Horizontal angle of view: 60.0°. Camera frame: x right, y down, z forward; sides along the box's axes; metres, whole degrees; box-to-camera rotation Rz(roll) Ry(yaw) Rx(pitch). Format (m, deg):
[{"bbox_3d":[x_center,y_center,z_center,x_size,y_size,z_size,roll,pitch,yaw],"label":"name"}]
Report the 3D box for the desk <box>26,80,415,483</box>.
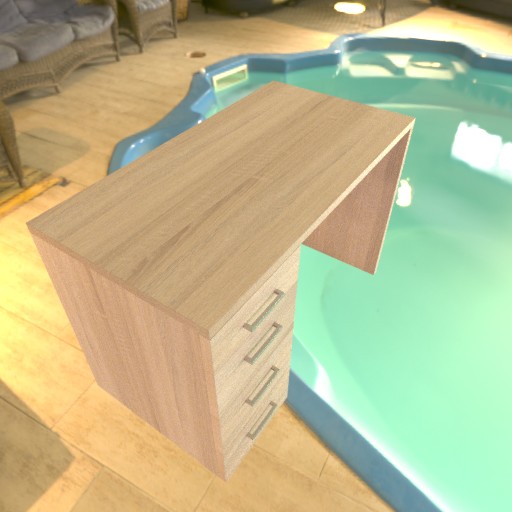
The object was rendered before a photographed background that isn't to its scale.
[{"bbox_3d":[0.000,0.000,1.530,0.600,0.731,1.100,25,48,25],"label":"desk"}]
